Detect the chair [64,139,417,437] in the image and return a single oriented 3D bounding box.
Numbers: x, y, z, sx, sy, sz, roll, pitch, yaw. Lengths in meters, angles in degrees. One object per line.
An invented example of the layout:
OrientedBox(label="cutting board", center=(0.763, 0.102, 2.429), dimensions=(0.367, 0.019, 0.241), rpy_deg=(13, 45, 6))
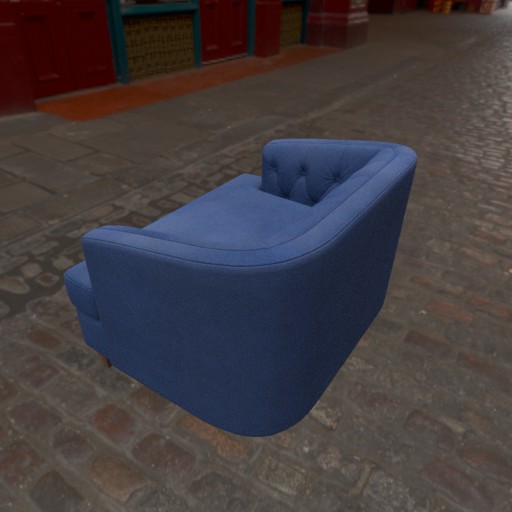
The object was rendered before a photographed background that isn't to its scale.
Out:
OrientedBox(label="chair", center=(0.000, 0.000, 1.738), dimensions=(0.914, 0.787, 1.118), rpy_deg=(20, 38, 28))
